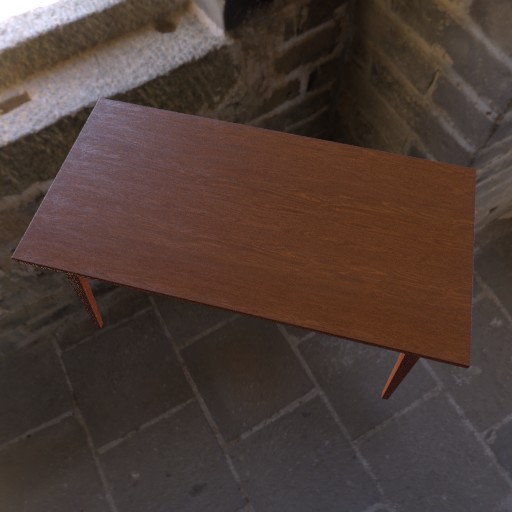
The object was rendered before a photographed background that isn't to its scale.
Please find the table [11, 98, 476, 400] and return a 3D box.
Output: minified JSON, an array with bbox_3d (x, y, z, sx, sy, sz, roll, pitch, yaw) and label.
[{"bbox_3d":[0.000,0.000,2.013,1.609,0.755,0.811,12,64,6],"label":"table"}]
